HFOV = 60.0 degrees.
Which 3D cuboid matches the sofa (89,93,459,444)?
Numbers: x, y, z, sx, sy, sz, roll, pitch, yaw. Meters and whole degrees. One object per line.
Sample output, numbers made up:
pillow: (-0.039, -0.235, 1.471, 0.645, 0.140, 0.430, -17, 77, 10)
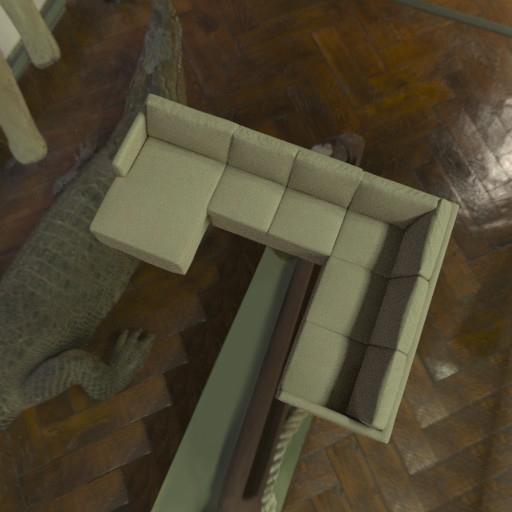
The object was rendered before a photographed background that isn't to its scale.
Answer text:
sofa: (0.000, 0.000, 4.569, 3.528, 0.878, 2.476, 21, 75, 6)
